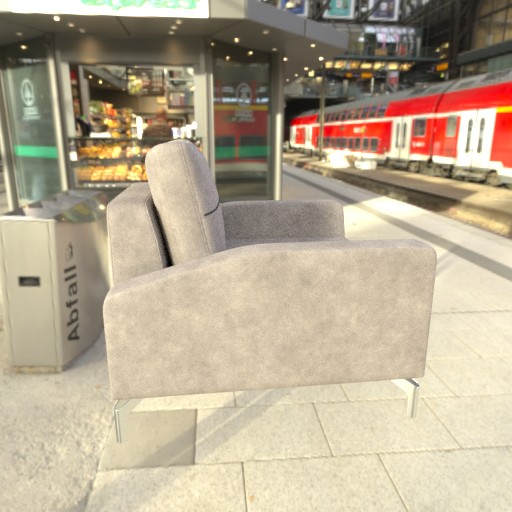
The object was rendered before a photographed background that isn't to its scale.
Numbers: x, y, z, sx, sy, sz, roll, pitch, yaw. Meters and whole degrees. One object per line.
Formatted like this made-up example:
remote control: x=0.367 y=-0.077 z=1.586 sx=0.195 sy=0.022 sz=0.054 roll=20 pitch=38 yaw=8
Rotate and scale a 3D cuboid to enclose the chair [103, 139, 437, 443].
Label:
chair: x=0.000 y=0.000 z=1.579 sx=0.900 sy=0.800 sz=0.900 roll=-2 pitch=16 yaw=-7
